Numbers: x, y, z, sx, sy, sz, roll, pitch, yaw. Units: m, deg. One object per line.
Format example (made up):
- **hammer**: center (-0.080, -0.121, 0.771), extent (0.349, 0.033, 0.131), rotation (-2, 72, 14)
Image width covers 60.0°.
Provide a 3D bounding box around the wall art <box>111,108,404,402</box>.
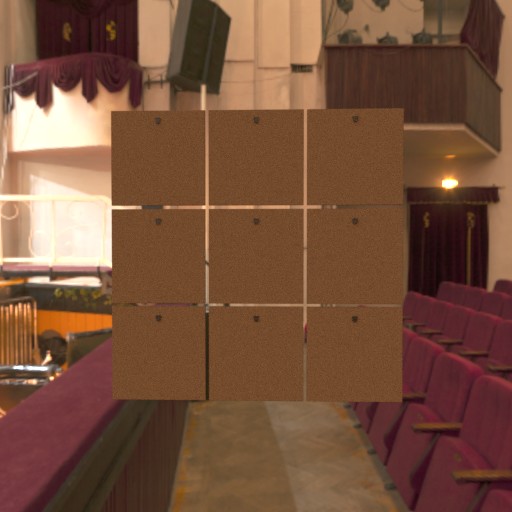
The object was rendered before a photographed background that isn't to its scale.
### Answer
- **wall art**: center (0.000, 0.000, 2.335), extent (1.533, 1.532, 0.019), rotation (0, 1, 2)
